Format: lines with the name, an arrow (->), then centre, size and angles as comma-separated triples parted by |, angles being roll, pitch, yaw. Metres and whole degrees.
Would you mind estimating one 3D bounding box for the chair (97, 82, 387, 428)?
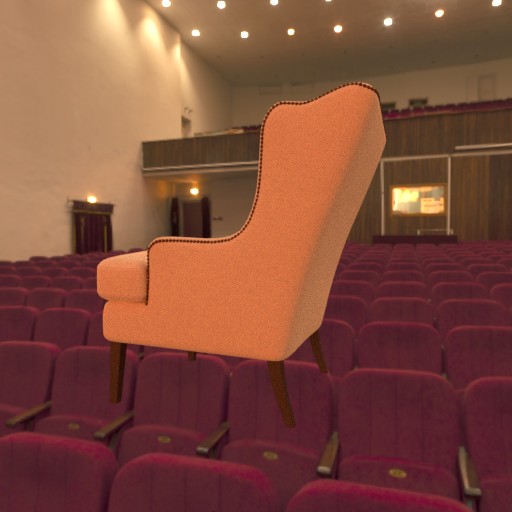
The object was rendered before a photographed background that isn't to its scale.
chair -> 0.000, 0.000, 1.704 | 0.940, 1.029, 0.737 | 1, 2, 19
